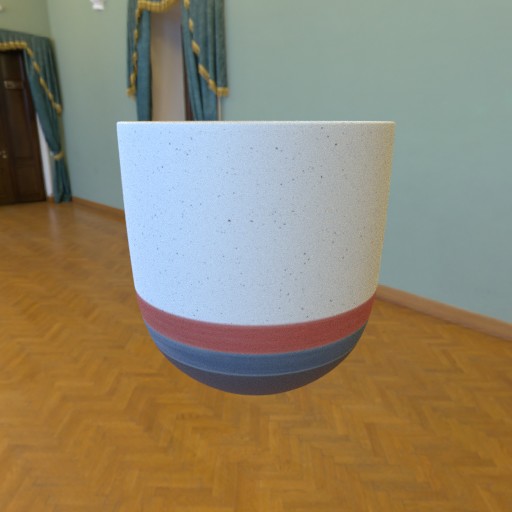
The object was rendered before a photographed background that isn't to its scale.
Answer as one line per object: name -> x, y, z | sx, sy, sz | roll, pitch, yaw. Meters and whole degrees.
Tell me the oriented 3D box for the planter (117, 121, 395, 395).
planter -> 0.000, 0.000, 0.369 | 0.204, 0.214, 0.204 | 0, 17, 0
